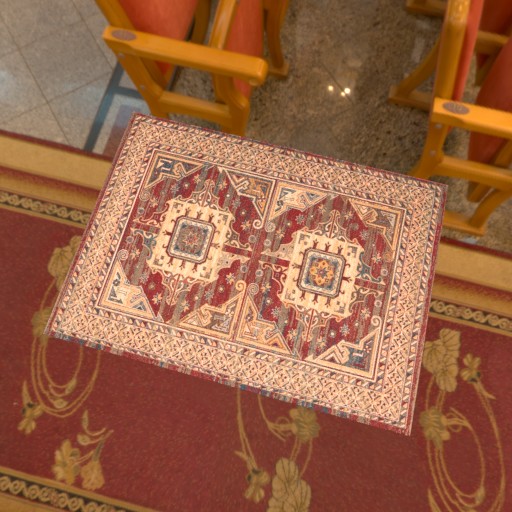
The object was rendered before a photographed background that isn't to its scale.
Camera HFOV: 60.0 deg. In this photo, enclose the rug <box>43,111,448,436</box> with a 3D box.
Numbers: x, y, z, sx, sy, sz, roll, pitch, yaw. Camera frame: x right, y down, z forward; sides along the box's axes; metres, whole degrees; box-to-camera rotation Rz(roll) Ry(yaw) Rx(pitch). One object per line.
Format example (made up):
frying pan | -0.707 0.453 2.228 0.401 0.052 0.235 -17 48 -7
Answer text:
rug | 0.000 0.000 2.792 2.210 0.011 1.599 14 73 4
